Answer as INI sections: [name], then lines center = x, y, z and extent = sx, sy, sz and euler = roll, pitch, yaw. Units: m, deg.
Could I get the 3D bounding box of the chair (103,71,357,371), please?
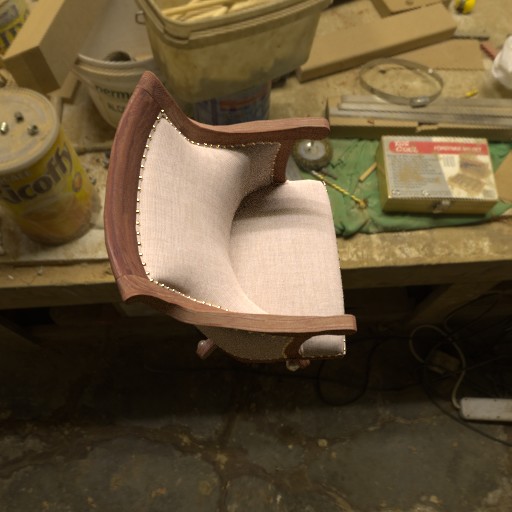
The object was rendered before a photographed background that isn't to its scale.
[chair]
center = 0.000, 0.000, 1.425
extent = 0.689, 0.965, 0.656
euler = -2, 65, -1
